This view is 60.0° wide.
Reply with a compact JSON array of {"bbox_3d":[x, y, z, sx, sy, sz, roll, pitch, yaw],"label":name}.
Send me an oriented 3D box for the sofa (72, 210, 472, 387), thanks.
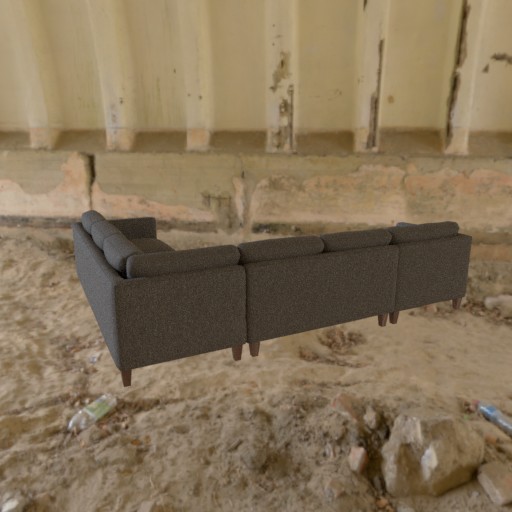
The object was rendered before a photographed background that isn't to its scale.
[{"bbox_3d":[0.000,0.000,4.500,3.238,0.853,2.551,-7,16,-26],"label":"sofa"}]
